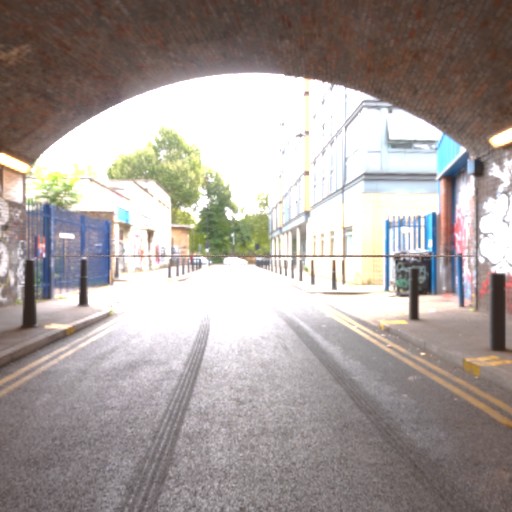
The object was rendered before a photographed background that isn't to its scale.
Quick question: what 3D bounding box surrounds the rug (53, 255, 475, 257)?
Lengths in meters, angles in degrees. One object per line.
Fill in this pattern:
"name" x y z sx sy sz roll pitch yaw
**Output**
"rug" 0.000 0.000 3.001 2.457 0.009 1.512 0 0 37
